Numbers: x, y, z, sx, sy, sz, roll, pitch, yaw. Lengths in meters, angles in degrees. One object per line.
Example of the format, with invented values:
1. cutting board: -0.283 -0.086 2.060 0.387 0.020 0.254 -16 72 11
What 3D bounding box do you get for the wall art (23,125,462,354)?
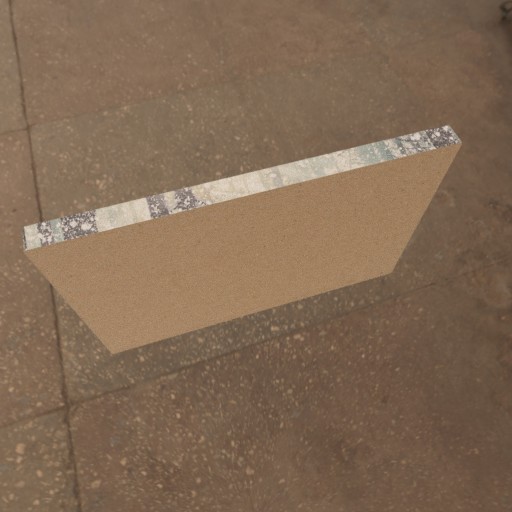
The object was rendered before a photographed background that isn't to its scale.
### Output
1. wall art: 0.000 0.000 0.777 0.618 0.398 0.042 -15 60 -9
